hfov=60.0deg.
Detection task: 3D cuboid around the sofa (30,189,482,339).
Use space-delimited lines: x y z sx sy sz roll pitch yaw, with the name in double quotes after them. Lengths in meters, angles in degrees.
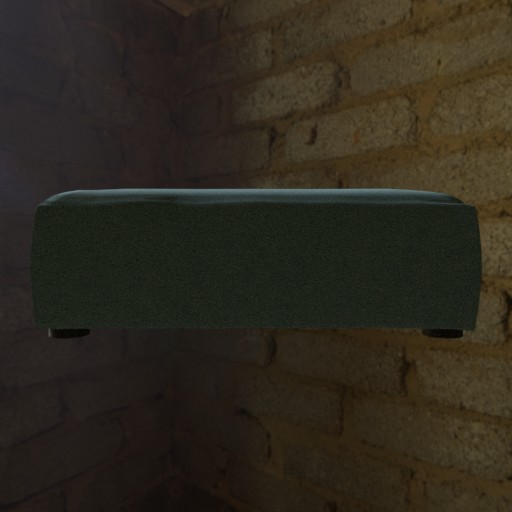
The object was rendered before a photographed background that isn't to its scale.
0.000 0.000 1.375 0.930 0.330 0.930 0 1 0 "sofa"
